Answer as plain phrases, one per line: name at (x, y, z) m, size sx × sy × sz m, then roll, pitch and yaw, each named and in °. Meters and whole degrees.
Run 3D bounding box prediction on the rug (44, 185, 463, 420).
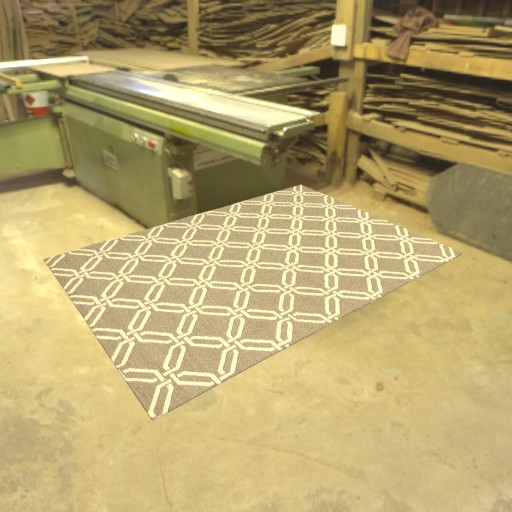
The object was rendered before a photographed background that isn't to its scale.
rug at (0.000, 0.000, 4.417) m, size 3.419 × 0.020 × 2.441 m, roll -21°, pitch 36°, yaw -32°
